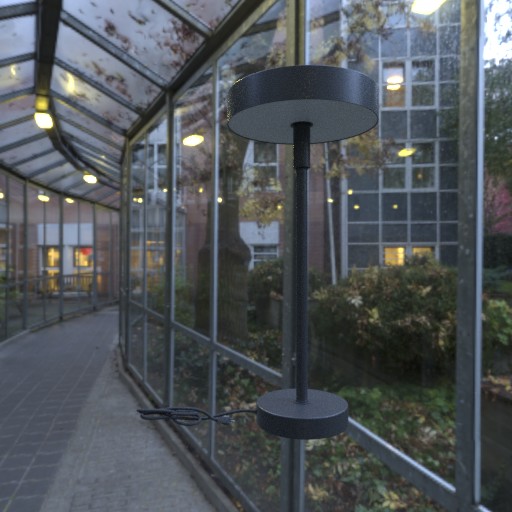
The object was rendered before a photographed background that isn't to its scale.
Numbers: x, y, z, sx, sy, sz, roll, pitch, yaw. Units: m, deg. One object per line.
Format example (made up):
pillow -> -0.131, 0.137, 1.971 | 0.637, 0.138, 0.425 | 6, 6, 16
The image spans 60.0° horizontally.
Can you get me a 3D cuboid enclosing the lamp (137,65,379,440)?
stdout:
lamp -> 0.000, 0.000, 0.682 | 0.369, 0.508, 0.229 | 0, 0, 0
